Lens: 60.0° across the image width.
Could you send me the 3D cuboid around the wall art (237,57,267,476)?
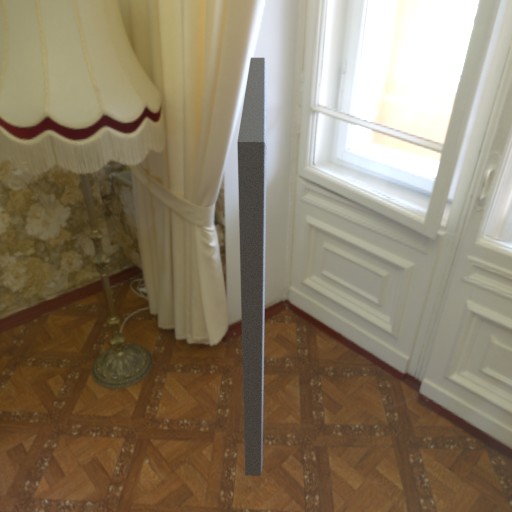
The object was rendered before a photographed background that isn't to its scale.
[{"bbox_3d":[0.000,0.000,0.763,0.029,0.558,0.458,1,33,1],"label":"wall art"}]
